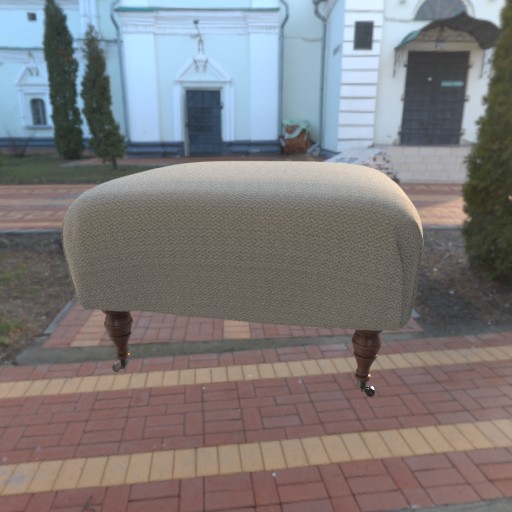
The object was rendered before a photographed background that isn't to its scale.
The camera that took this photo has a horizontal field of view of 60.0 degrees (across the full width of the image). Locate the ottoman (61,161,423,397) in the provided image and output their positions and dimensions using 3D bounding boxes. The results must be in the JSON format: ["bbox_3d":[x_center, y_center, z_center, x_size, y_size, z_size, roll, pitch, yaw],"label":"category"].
[{"bbox_3d":[0.000,0.000,1.082,0.684,0.447,0.622,3,17,9],"label":"ottoman"}]
